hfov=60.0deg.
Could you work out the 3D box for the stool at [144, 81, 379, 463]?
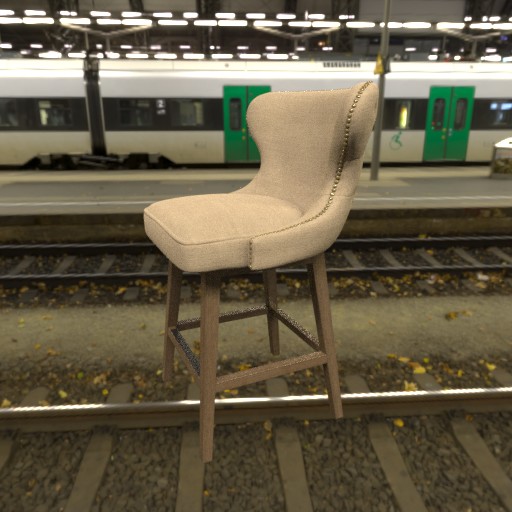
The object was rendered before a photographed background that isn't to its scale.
[{"bbox_3d":[0.000,0.000,1.346,0.597,0.972,0.615,-8,19,-24],"label":"stool"}]
